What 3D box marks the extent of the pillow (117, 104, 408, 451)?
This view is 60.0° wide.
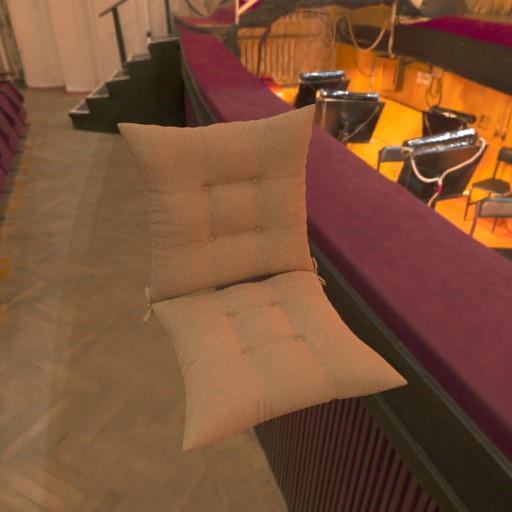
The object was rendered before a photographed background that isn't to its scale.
[{"bbox_3d":[0.000,0.000,1.026,0.541,0.536,0.585,-11,33,-16],"label":"pillow"}]
